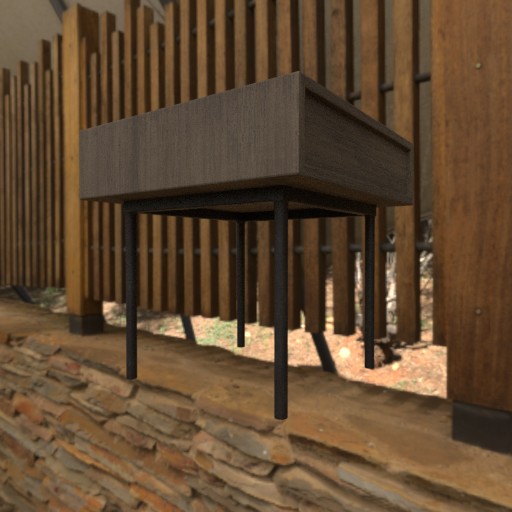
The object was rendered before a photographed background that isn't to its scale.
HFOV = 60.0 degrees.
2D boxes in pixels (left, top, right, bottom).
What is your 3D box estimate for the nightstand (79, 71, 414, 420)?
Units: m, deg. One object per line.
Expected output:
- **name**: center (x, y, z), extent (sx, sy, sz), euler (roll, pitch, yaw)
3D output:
- **nightstand**: center (0.000, 0.000, 0.933), extent (0.503, 0.497, 0.502), euler (1, 1, 36)
